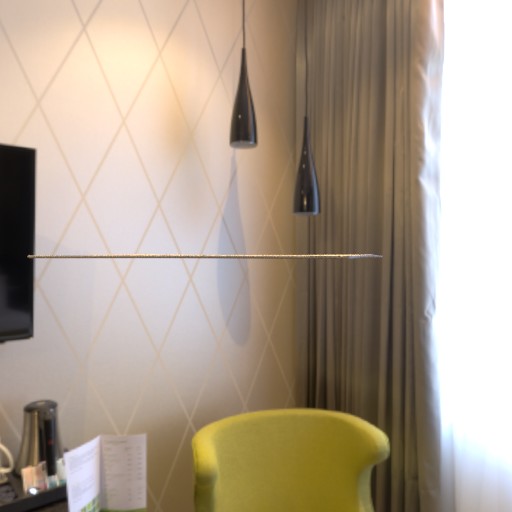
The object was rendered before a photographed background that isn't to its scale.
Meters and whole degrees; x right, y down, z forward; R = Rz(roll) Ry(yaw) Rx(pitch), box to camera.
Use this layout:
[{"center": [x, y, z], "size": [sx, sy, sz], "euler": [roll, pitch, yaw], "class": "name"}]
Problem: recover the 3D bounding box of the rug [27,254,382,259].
[{"center": [0.000, 0.000, 2.248], "size": [1.149, 0.021, 1.773], "euler": [0, 0, 19], "class": "rug"}]
